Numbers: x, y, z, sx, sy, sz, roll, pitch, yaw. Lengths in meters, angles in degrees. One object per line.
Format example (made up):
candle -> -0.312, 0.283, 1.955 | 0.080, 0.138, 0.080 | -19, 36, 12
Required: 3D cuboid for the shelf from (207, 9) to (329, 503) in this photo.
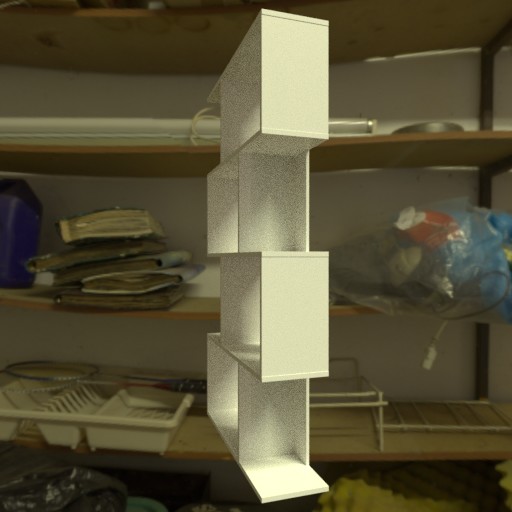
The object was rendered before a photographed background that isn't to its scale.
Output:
shelf -> 0.000, 0.000, 1.940 | 0.250, 1.650, 0.890 | 0, 0, -18
